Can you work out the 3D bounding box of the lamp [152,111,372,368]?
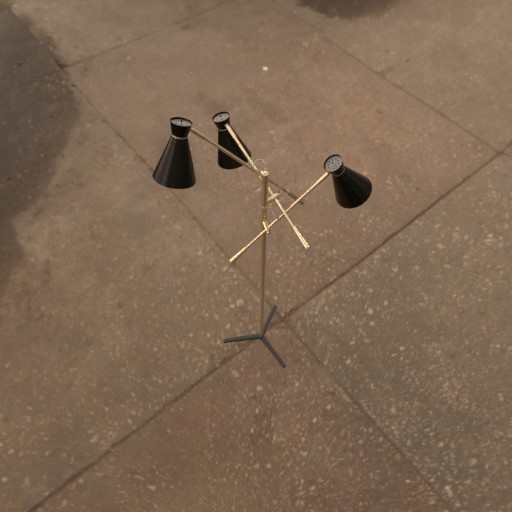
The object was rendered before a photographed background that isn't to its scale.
[{"bbox_3d":[0.000,0.000,2.233,0.750,1.804,0.653,-32,63,-19],"label":"lamp"}]
